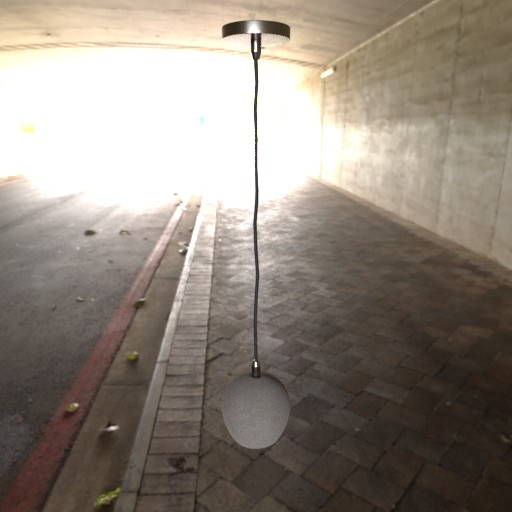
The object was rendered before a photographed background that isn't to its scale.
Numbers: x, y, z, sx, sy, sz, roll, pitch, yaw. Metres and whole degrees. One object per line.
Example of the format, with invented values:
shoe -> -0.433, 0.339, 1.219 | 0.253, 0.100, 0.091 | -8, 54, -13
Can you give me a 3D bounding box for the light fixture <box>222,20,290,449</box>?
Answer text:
light fixture -> 0.000, 0.000, 0.819 | 0.139, 0.764, 0.139 | 8, 18, 27
